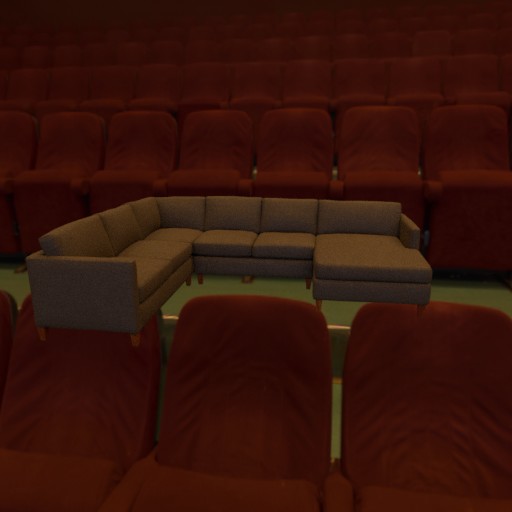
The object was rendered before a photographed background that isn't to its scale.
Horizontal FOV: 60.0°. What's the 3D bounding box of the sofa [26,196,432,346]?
[{"bbox_3d":[0.000,0.000,4.631,3.460,0.961,2.594,2,15,8],"label":"sofa"}]
